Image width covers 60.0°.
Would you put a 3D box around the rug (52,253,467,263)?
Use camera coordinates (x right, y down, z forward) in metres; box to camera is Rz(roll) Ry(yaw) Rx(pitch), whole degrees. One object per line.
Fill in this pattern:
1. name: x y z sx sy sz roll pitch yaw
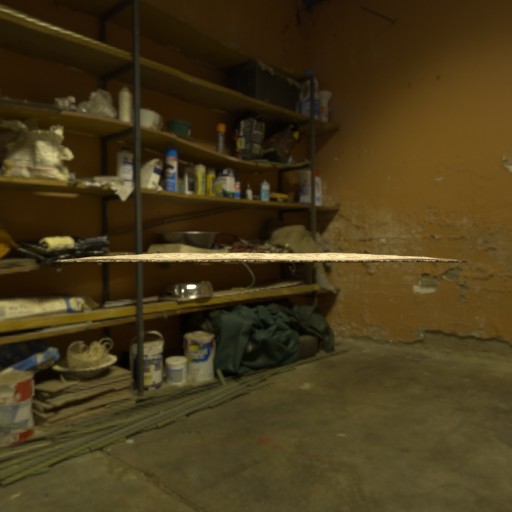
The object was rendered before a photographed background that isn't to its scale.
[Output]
1. rug: 0.000 0.000 4.083 2.426 0.034 3.061 0 1 -1
